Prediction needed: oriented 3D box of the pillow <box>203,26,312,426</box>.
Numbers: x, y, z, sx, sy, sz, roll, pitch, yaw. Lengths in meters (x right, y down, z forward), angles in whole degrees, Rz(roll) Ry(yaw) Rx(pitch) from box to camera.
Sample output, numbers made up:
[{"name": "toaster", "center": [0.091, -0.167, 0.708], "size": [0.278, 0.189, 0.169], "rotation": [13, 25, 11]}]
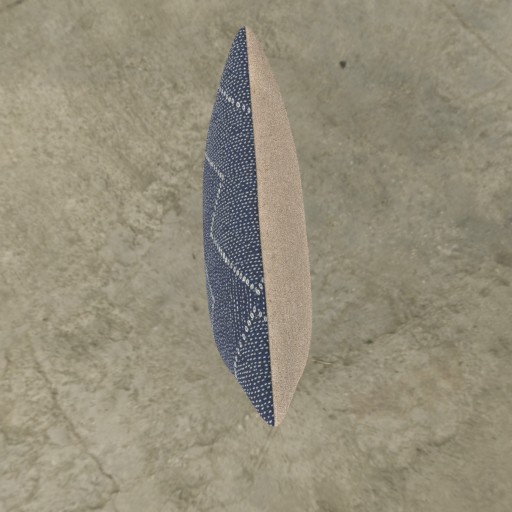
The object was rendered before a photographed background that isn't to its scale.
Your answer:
[{"name": "pillow", "center": [0.000, 0.000, 0.654], "size": [0.148, 0.428, 0.435], "rotation": [-4, 75, -1]}]
